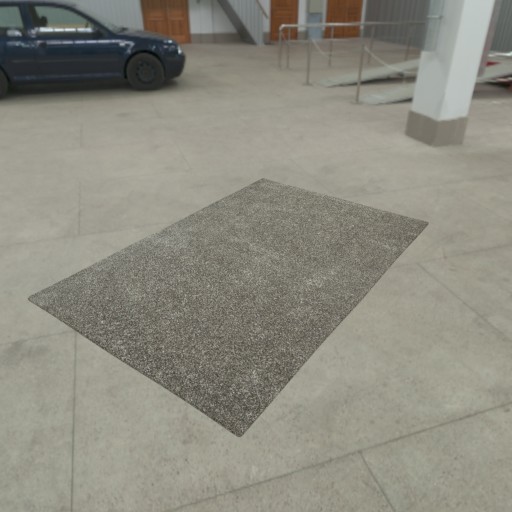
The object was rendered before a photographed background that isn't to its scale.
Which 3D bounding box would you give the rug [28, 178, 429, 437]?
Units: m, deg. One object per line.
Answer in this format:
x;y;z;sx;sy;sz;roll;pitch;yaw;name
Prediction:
0.000;0.000;3.429;1.802;0.026;2.699;21;37;30;rug
